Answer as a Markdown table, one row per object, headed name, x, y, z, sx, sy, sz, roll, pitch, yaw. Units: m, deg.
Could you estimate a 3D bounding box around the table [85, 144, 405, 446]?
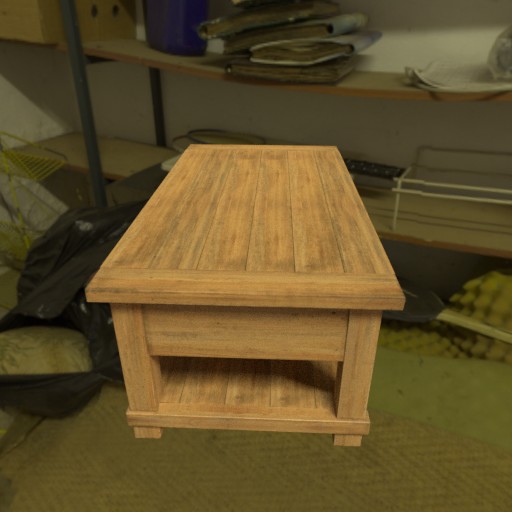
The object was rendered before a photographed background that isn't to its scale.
| name | x | y | z | sx | sy | sz | roll | pitch | yaw |
| --- | --- | --- | --- | --- | --- | --- | --- | --- | --- |
| table | 0.000 | 0.000 | 1.607 | 0.693 | 0.494 | 1.270 | 1 | 28 | 2 |
